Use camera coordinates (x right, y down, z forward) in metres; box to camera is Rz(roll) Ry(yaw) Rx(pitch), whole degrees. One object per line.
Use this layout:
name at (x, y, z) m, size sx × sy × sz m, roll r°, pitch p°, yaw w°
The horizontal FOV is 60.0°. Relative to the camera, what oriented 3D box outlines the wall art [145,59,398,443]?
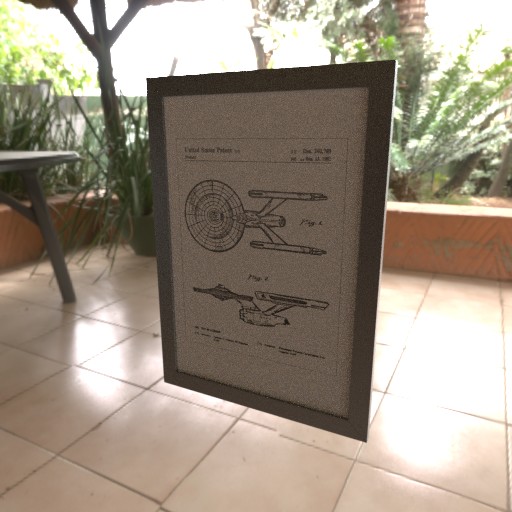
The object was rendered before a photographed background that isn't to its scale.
wall art at (0.000, 0.000, 0.678) m, size 0.376 × 0.529 × 0.013 m, roll 8°, pitch 17°, yaw 26°
